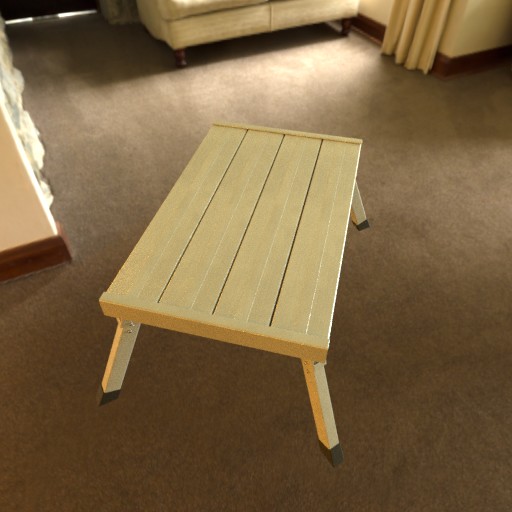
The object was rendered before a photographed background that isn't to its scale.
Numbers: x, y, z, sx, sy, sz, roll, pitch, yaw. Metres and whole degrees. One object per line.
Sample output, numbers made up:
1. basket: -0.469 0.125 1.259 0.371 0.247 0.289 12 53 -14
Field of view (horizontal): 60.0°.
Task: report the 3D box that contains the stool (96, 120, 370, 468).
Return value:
1. stool: 0.000 0.000 0.750 0.385 0.225 0.535 10 46 10
